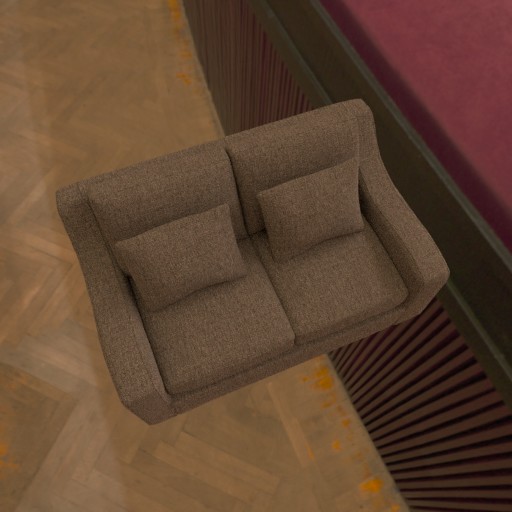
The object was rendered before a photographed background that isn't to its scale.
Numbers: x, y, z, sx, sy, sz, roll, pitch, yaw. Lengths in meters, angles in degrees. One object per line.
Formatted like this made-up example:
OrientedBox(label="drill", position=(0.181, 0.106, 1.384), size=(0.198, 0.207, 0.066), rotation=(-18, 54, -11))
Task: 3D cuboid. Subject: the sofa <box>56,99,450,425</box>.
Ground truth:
OrientedBox(label="sofa", position=(0.000, 0.000, 2.435), size=(1.778, 0.991, 1.120), rotation=(-20, 64, -10))
